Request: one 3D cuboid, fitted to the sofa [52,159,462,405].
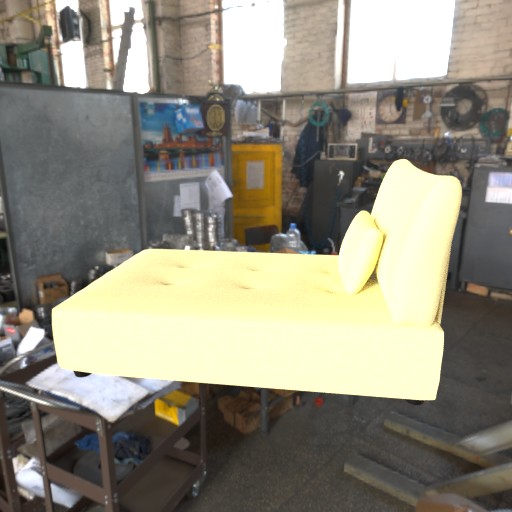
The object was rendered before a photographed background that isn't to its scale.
[{"bbox_3d":[0.000,0.000,1.999,1.450,0.820,0.930,2,15,8],"label":"sofa"}]
